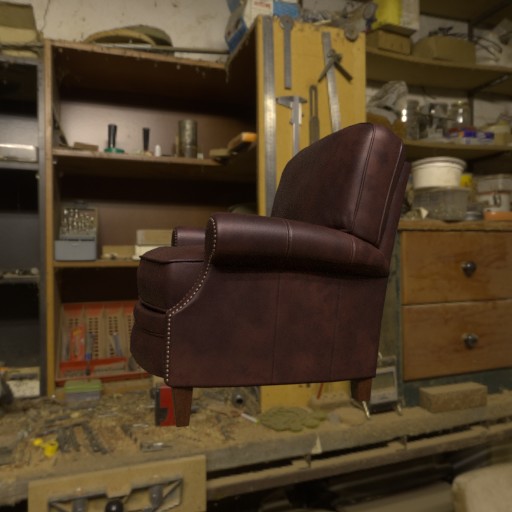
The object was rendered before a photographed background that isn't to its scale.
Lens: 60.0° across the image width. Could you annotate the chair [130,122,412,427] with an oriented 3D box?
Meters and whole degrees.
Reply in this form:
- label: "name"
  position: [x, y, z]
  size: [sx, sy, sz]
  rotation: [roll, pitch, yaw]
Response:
- label: "chair"
  position: [0.000, 0.000, 1.793]
  size: [0.986, 1.018, 0.936]
  rotation: [0, 1, -19]
